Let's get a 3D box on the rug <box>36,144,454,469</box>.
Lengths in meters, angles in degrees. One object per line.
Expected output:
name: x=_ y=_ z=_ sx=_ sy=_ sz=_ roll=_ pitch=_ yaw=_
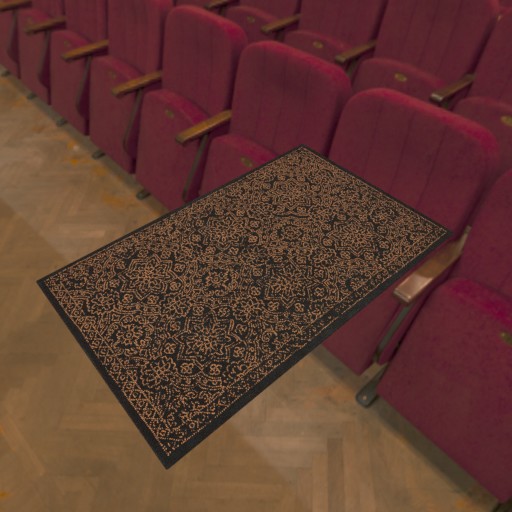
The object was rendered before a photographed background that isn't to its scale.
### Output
rug: x=0.000 y=0.000 z=3.014 sx=2.441 sy=0.015 sz=1.526 roll=-32 pitch=55 yaw=-27
